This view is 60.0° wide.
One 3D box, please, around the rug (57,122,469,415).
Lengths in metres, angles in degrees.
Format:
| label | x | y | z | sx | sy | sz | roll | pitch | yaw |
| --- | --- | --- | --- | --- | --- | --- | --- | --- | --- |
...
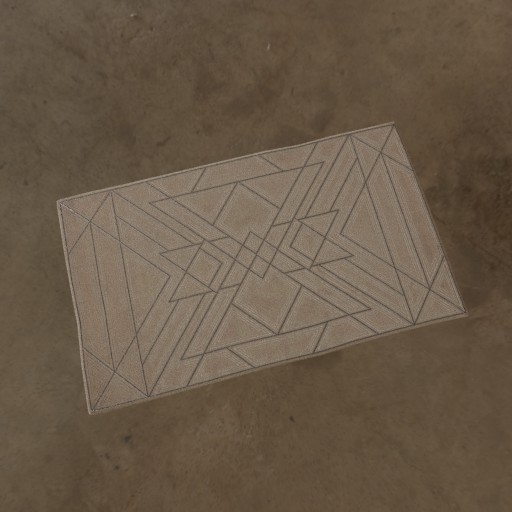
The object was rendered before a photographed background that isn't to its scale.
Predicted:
| label | x | y | z | sx | sy | sz | roll | pitch | yaw |
| --- | --- | --- | --- | --- | --- | --- | --- | --- | --- |
| rug | 0.000 | 0.000 | 1.039 | 0.869 | 0.008 | 0.511 | -14 | 76 | -4 |
